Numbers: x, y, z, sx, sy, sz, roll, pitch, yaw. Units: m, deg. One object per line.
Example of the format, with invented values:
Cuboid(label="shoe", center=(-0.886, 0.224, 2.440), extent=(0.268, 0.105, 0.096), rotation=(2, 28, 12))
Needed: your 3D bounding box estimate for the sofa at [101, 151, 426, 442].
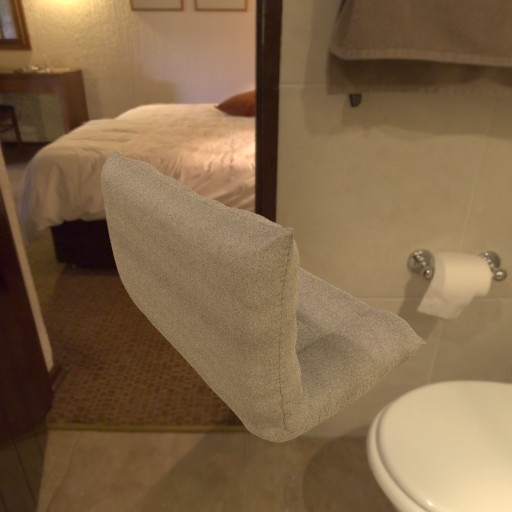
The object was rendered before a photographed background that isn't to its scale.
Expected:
Cuboid(label="sofa", center=(0.000, 0.000, 1.753), extent=(0.847, 0.795, 1.144), rotation=(-19, 32, -32))
